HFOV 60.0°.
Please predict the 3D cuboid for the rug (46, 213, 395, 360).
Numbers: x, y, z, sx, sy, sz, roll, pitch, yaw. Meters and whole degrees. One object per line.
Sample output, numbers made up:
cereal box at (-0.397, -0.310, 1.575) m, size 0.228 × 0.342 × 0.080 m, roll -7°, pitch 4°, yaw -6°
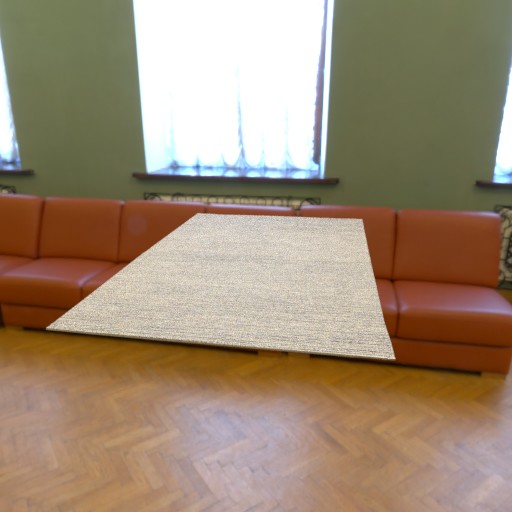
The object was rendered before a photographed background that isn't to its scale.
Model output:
rug at (0.000, 0.000, 2.265) m, size 1.162 × 0.022 × 1.804 m, roll 3°, pitch 19°, yaw 9°
